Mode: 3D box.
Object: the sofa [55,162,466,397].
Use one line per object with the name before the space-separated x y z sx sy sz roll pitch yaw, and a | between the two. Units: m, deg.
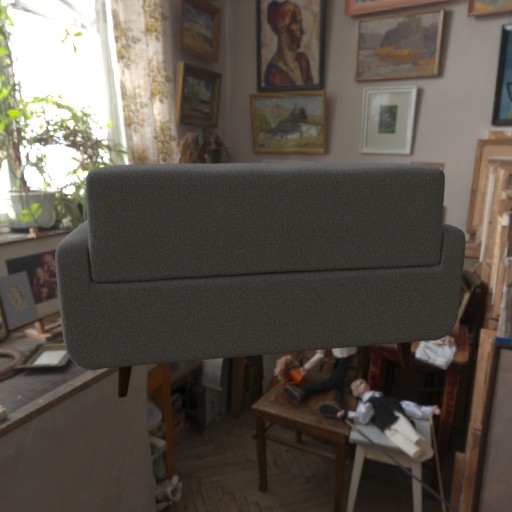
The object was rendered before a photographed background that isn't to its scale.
sofa | 0.000 0.000 2.210 1.651 0.925 0.952 -3 14 -11
